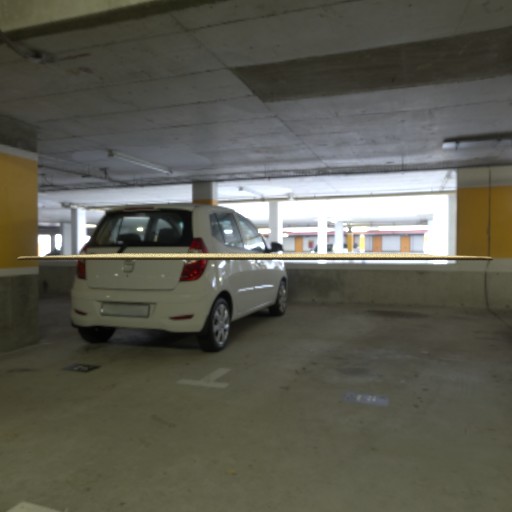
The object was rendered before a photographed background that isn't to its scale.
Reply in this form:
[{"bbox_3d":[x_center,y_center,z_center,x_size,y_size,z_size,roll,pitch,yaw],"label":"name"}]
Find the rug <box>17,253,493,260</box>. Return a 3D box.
[{"bbox_3d":[0.000,0.000,2.074,1.667,0.013,1.062,0,1,2],"label":"rug"}]
